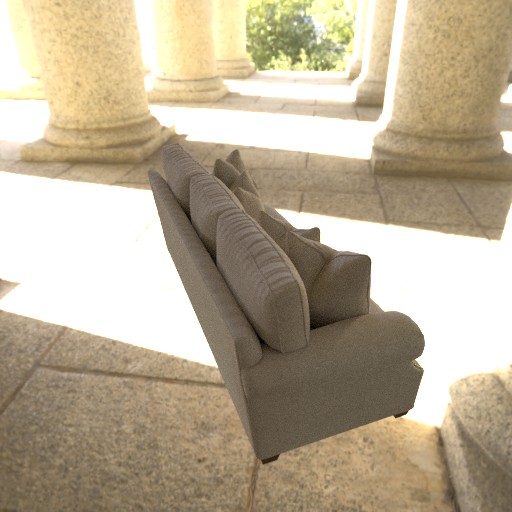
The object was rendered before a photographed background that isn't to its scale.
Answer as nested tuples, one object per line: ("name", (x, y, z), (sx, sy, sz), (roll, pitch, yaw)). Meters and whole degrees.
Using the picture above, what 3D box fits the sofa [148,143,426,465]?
("sofa", (0.000, 0.000, 2.788), (0.965, 0.975, 2.312), (-10, 31, -18))
